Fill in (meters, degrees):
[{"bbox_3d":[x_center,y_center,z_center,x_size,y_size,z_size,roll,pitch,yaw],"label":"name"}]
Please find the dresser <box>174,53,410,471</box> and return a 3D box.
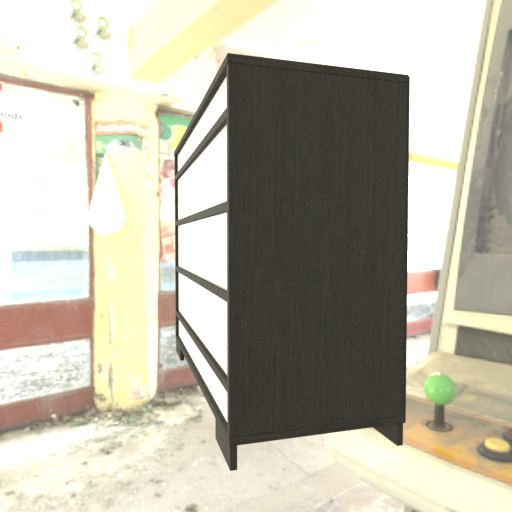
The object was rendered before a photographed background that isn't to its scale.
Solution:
[{"bbox_3d":[0.000,0.000,1.394,0.404,0.816,0.994,-1,2,-16],"label":"dresser"}]
